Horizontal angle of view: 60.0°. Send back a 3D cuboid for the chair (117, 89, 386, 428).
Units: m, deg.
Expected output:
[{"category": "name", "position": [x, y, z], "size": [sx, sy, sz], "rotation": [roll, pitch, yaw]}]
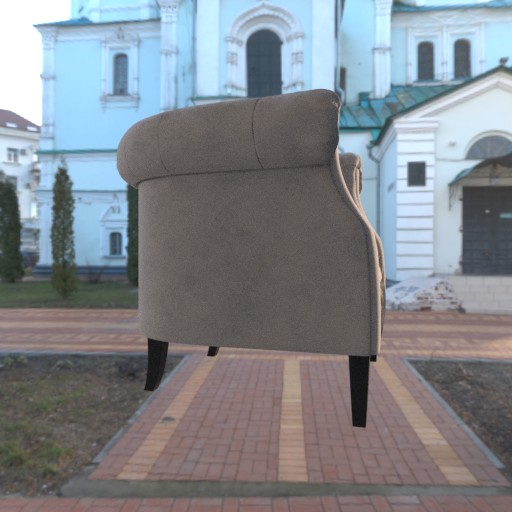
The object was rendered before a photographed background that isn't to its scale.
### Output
[{"category": "chair", "position": [0.000, 0.000, 1.525], "size": [0.851, 0.826, 0.904], "rotation": [0, 0, 17]}]
